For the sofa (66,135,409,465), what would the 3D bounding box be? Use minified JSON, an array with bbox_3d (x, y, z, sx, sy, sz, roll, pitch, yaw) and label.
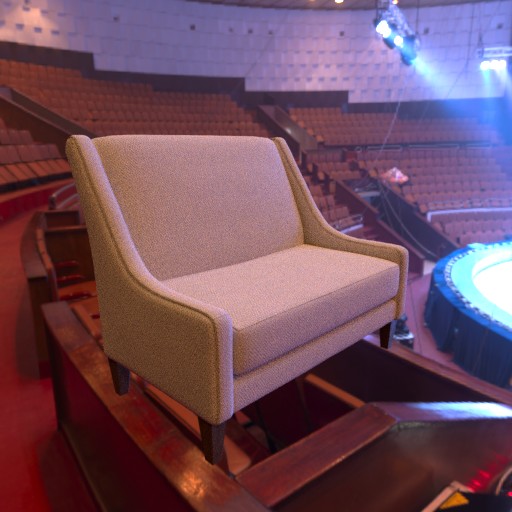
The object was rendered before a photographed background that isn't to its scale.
[{"bbox_3d":[0.000,0.000,1.934,0.870,1.022,1.242,14,20,42],"label":"sofa"}]
